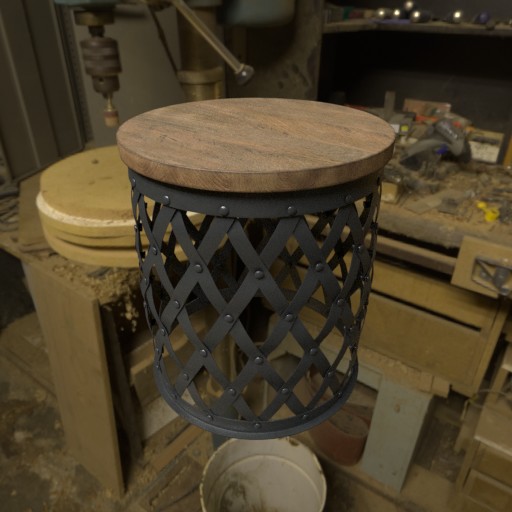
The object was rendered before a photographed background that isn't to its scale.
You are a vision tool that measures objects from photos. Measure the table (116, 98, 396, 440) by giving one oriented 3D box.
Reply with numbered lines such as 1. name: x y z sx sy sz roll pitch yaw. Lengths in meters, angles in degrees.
1. table: 0.000 0.000 0.778 0.405 0.454 0.405 0 31 0
